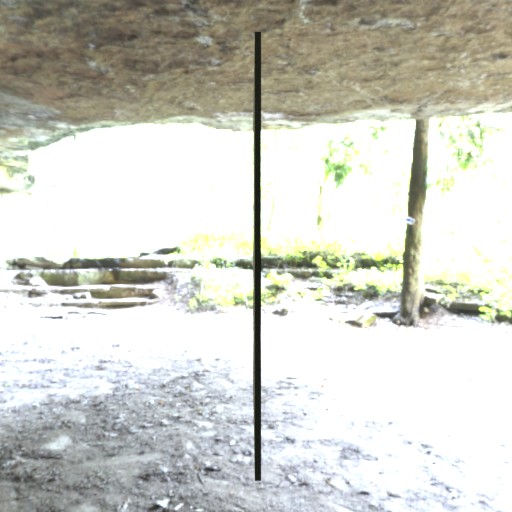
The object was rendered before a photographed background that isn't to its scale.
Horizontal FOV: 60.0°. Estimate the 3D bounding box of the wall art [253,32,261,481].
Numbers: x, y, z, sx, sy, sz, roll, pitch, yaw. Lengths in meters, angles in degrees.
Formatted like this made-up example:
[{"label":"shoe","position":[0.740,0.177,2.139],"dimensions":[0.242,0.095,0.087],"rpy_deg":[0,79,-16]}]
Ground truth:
[{"label":"wall art","position":[0.000,0.000,1.507],"dimensions":[0.016,1.116,0.810],"rpy_deg":[0,0,-1]}]
